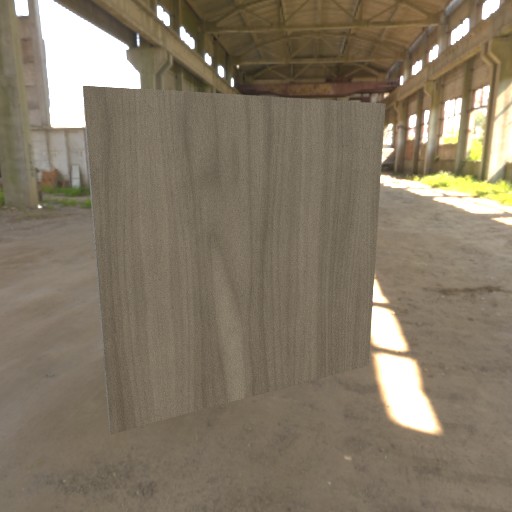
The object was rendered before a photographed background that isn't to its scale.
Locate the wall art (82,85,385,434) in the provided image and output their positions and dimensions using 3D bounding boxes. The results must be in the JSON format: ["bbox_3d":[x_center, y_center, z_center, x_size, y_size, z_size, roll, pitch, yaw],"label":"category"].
[{"bbox_3d":[0.000,0.000,0.743,0.508,0.507,0.016,-6,15,-26],"label":"wall art"}]
